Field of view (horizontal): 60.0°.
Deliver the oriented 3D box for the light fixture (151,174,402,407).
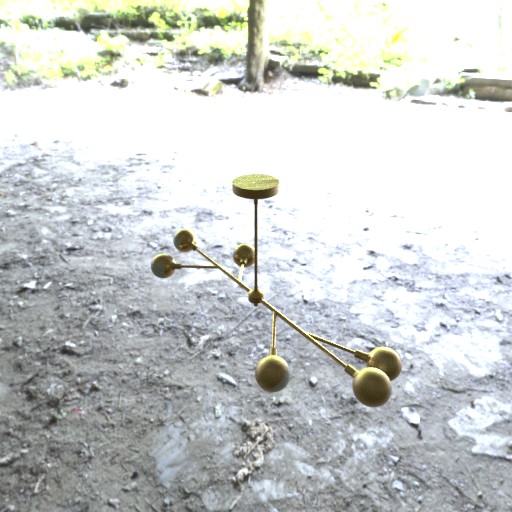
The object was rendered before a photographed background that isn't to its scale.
[{"bbox_3d":[0.000,0.000,1.028,0.434,0.362,0.778,-10,31,-17],"label":"light fixture"}]
